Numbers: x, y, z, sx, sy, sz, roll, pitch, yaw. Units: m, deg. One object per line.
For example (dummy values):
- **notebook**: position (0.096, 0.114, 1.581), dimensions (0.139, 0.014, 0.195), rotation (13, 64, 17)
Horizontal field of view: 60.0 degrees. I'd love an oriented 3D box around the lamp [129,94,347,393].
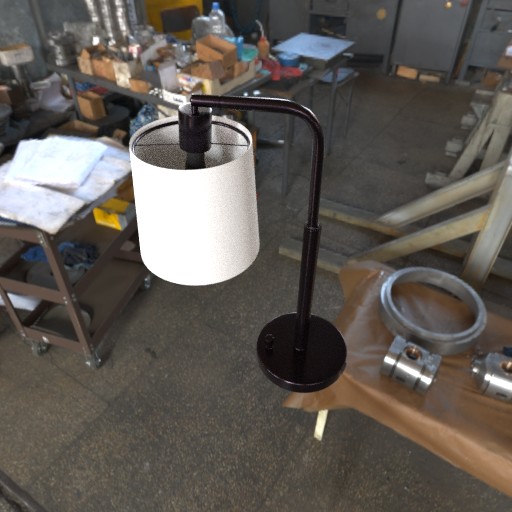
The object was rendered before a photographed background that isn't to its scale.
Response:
- **lamp**: position (0.000, 0.000, 0.664), dimensions (0.333, 0.489, 0.171), rotation (-1, 41, -1)
